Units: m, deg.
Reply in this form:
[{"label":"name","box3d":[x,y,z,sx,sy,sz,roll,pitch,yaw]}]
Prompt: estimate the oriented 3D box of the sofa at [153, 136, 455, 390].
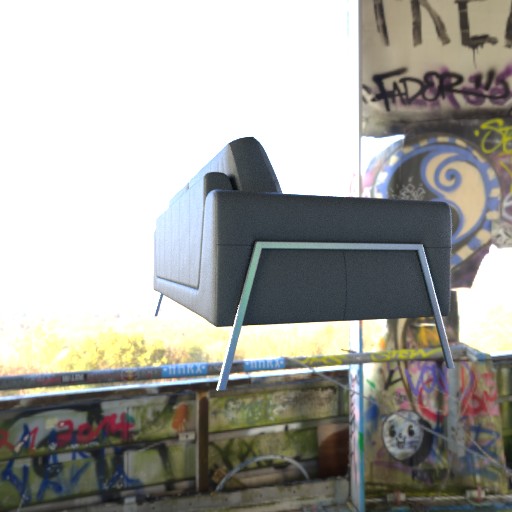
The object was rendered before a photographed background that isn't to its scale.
[{"label":"sofa","box3d":[0.000,0.000,2.498,0.953,0.875,2.017,0,-1,-19]}]
